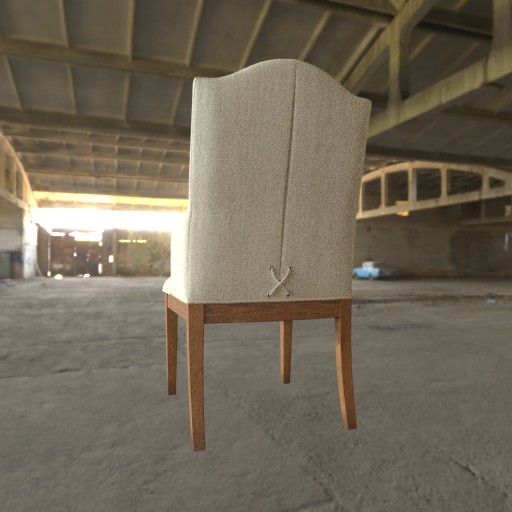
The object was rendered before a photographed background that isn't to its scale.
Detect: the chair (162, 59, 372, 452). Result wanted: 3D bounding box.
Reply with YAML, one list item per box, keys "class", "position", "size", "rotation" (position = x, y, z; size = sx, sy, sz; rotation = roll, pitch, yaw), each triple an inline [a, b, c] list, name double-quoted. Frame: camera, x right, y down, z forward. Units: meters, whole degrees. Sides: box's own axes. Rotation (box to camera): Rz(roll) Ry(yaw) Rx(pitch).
- class: "chair"
  position: [0.000, 0.000, 1.429]
  size: [0.533, 1.016, 0.641]
  rotation: [0, 0, -19]
